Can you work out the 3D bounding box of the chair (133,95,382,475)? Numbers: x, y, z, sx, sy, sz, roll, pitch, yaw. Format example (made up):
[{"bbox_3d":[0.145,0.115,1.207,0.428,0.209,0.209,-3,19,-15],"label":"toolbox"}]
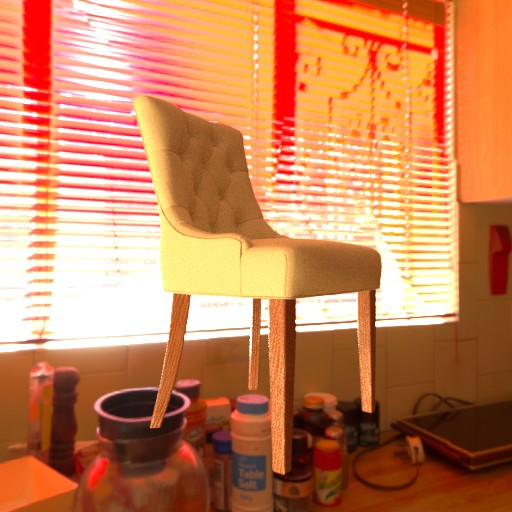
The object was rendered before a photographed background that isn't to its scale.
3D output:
[{"bbox_3d":[0.000,0.000,1.212,0.565,0.874,0.509,-1,-1,36],"label":"chair"}]
